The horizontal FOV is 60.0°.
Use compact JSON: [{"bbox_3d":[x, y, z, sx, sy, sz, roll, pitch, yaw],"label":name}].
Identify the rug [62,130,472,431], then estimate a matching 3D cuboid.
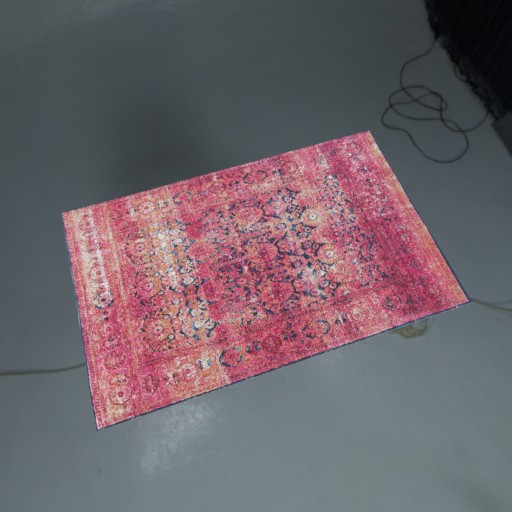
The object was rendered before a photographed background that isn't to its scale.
[{"bbox_3d":[0.000,0.000,3.025,2.449,0.018,1.539,-17,65,-8],"label":"rug"}]
